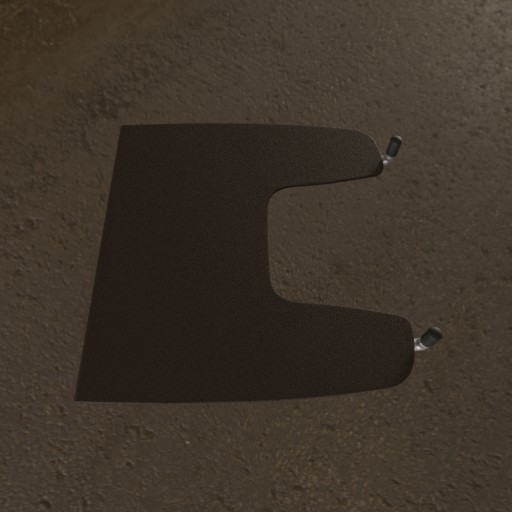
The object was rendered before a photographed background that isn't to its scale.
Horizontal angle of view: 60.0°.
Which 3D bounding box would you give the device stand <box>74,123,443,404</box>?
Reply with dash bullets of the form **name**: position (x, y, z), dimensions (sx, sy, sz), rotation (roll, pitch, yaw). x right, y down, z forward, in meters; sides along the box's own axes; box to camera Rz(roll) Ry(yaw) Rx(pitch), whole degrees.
- **device stand**: position (0.000, 0.000, 0.350), dimensions (0.230, 0.092, 0.230), rotation (0, 63, 0)
